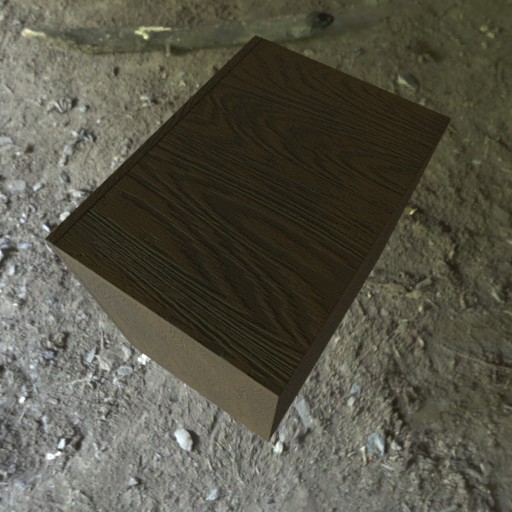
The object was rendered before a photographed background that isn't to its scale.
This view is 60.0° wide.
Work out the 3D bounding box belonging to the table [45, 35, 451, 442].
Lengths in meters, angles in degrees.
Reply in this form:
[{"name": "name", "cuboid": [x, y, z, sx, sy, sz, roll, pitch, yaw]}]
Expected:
[{"name": "table", "cuboid": [0.000, 0.000, 0.967, 0.439, 0.585, 0.560, 30, 66, 15]}]
